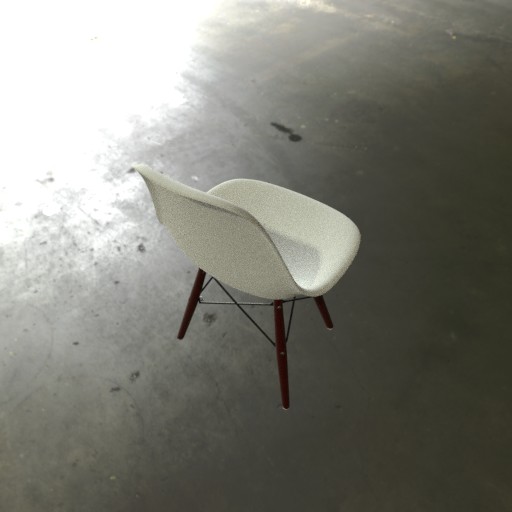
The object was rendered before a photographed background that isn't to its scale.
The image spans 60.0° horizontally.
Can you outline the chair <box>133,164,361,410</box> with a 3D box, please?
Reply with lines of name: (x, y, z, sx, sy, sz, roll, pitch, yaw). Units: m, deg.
chair: (0.000, 0.000, 1.185, 0.470, 0.826, 0.533, 26, 53, 21)
